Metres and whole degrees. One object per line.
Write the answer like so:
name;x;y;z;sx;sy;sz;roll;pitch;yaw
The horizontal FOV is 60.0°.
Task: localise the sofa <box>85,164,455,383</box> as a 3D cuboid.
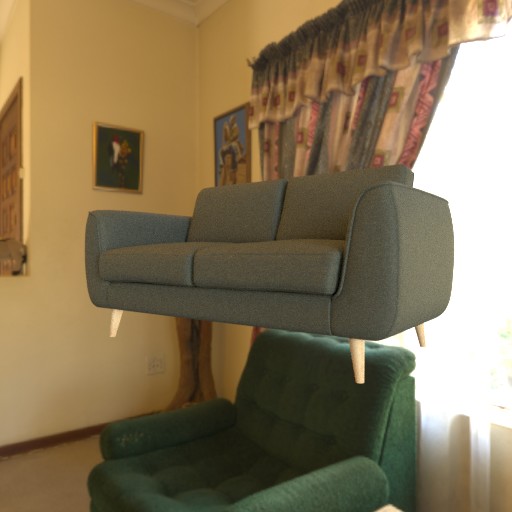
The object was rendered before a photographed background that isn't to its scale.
sofa;0.000;0.000;2.193;1.700;0.850;0.920;0;0;37
